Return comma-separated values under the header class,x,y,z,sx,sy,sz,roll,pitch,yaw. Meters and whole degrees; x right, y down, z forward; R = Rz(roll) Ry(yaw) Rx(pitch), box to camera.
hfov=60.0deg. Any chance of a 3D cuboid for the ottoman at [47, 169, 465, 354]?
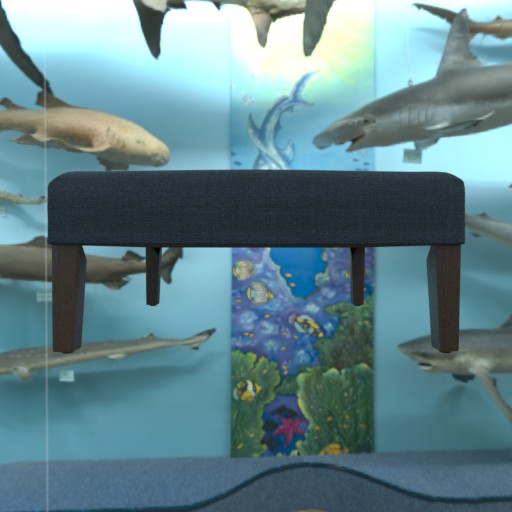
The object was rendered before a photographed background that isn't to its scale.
class,x,y,z,sx,sy,sz,roll,pitch,yaw
ottoman,0.000,0.000,1.374,0.890,0.411,0.889,0,1,0
